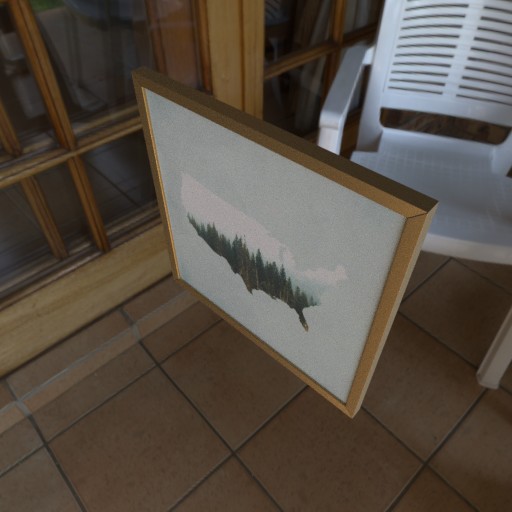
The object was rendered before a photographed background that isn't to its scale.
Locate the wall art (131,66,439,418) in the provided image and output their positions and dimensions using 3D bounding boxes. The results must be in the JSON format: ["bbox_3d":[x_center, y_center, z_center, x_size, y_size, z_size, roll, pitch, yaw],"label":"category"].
[{"bbox_3d":[0.000,0.000,1.156,0.762,0.762,0.038,33,55,28],"label":"wall art"}]
